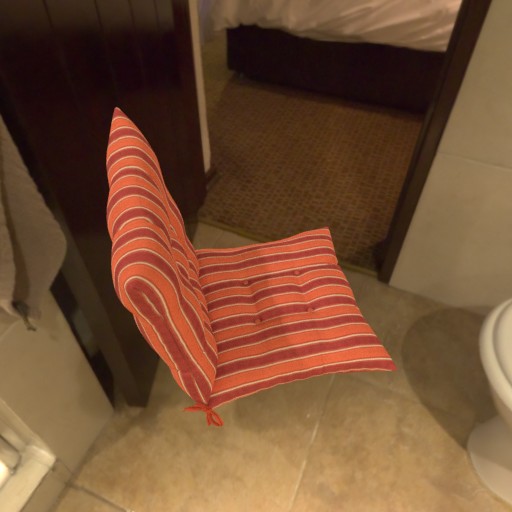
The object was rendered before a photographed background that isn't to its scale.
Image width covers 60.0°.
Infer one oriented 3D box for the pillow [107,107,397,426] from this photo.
[{"bbox_3d":[0.000,0.000,1.019,0.585,0.536,0.541,-10,49,-9],"label":"pillow"}]
